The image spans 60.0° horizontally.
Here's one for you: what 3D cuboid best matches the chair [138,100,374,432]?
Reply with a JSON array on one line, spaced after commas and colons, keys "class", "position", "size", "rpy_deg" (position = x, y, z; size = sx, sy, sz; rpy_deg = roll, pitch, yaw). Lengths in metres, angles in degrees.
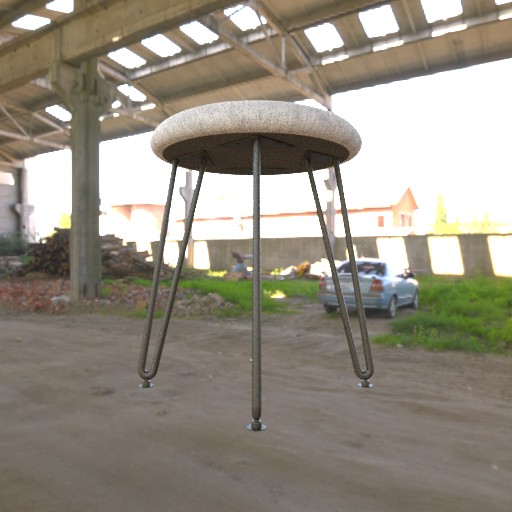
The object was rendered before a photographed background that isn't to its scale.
[{"class": "chair", "position": [0.000, 0.000, 0.660], "size": [0.350, 0.386, 0.350], "rpy_deg": [0, 0, 0]}]
